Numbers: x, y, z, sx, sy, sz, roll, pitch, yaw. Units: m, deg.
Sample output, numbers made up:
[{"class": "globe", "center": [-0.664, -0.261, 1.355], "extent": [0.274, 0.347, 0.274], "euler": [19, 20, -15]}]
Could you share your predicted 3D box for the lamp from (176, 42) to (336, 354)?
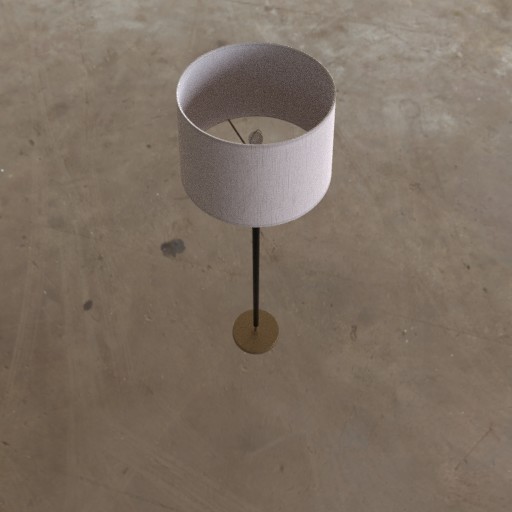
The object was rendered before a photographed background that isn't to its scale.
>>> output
[{"class": "lamp", "center": [0.000, 0.000, 1.635], "extent": [0.420, 1.447, 0.420], "euler": [0, 58, 0]}]
